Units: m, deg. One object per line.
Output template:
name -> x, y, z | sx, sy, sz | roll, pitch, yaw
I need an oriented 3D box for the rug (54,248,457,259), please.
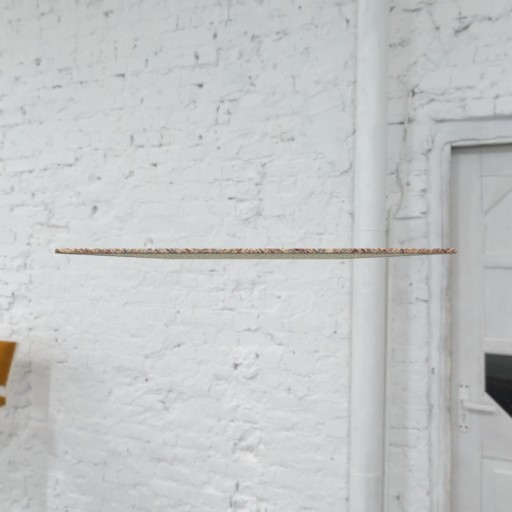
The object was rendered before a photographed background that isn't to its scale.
rug -> 0.000, 0.000, 2.811 | 1.523, 0.019, 2.285 | 0, -1, 0
